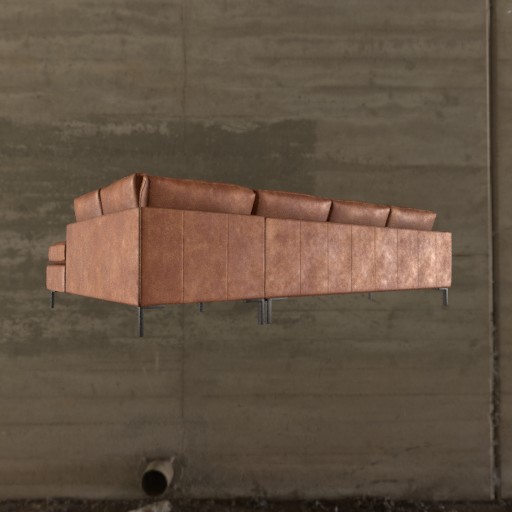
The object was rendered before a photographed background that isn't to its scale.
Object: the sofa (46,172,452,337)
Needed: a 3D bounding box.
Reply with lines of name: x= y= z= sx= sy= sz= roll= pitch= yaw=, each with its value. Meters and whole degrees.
sofa: x=0.000 y=0.000 z=3.868 sx=2.984 sy=0.877 sz=1.938 roll=1 pitch=-1 yaw=-37
